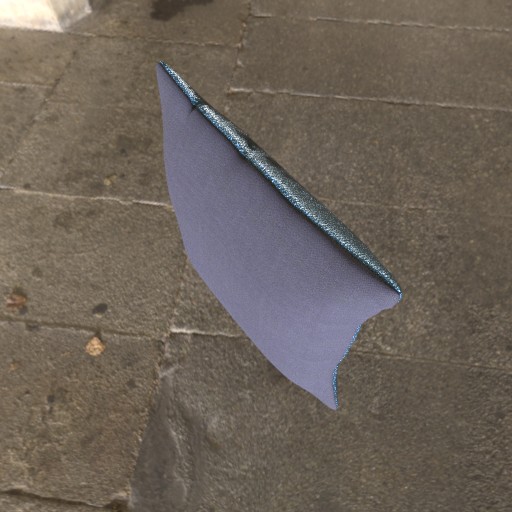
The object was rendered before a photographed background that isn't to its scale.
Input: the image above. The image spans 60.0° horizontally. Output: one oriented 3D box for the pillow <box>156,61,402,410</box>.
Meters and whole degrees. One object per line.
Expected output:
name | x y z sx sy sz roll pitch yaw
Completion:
pillow | 0.000 0.000 0.658 0.138 0.430 0.436 -33 63 -19
